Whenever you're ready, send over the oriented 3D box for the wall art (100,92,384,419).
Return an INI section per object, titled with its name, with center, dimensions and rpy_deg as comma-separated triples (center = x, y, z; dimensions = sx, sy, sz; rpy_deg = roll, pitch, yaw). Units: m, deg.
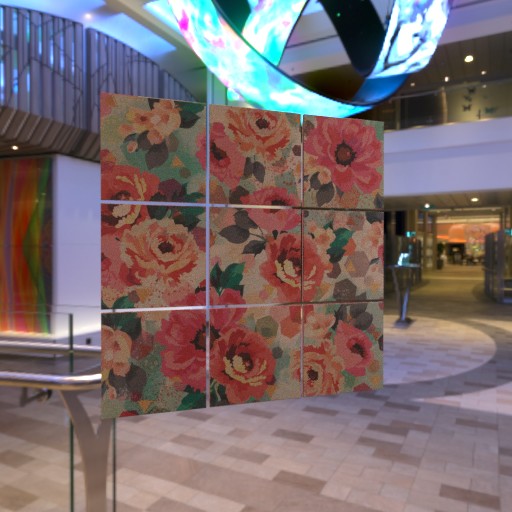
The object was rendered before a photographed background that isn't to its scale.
[wall art]
center = 0.000, 0.000, 1.379
dimensions = 0.911, 0.910, 0.012
rpy_deg = 0, 0, -18
